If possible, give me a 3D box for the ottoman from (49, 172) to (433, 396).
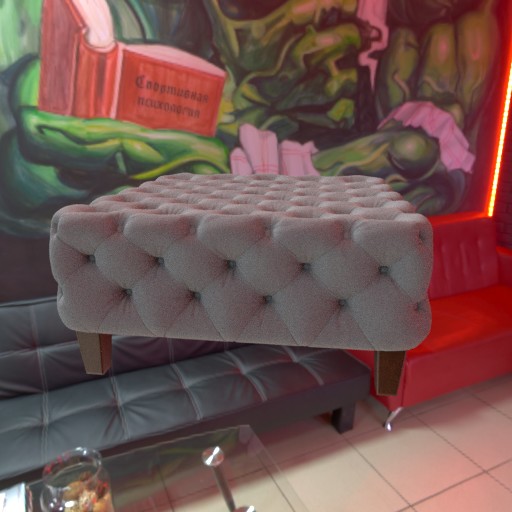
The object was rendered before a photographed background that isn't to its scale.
[{"bbox_3d":[0.000,0.000,1.422,0.911,0.439,0.917,2,17,7],"label":"ottoman"}]
